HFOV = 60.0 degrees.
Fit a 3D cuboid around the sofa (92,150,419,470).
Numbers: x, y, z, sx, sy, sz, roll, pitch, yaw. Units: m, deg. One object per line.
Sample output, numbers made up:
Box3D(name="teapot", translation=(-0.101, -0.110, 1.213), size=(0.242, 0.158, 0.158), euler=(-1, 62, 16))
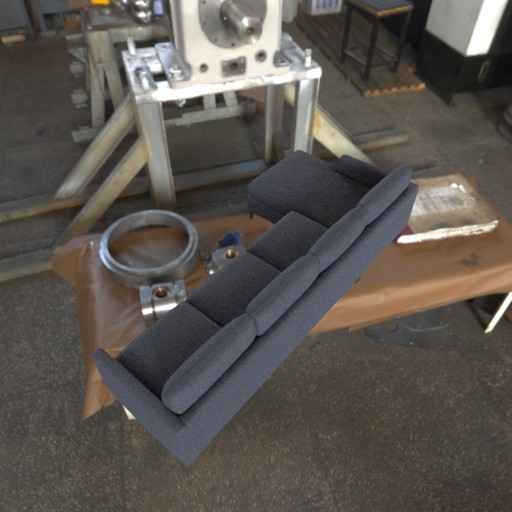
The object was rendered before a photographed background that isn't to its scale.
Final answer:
Box3D(name="sofa", translation=(0.000, 0.000, 2.976), size=(1.125, 0.673, 2.445), euler=(31, 54, 27))
